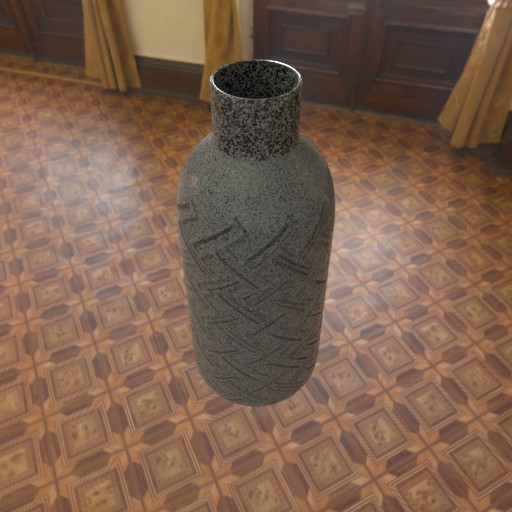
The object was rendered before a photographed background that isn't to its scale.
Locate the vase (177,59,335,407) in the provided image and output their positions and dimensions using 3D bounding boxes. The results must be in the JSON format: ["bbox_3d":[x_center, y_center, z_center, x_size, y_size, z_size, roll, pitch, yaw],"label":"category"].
[{"bbox_3d":[0.000,0.000,0.345,0.122,0.282,0.122,0,47,0],"label":"vase"}]
